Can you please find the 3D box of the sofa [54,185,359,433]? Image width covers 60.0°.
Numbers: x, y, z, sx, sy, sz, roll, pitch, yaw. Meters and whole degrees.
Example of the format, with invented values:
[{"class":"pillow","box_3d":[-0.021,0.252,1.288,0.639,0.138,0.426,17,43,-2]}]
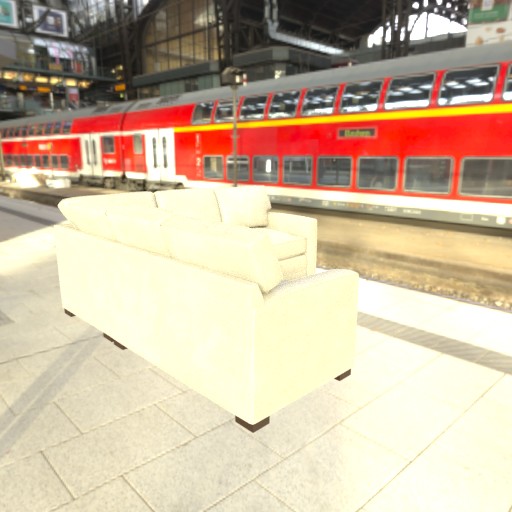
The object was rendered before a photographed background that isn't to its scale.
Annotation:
[{"class":"sofa","box_3d":[0.000,0.000,3.397,2.211,0.936,2.188,-13,18,-43]}]
